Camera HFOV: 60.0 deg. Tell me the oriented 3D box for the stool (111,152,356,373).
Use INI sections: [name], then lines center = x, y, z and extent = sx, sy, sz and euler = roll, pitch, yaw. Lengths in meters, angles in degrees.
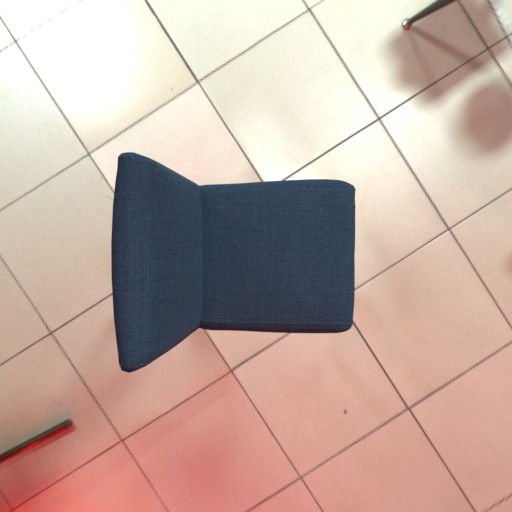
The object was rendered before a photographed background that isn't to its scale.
[stool]
center = 0.000, 0.000, 1.395
extent = 0.574, 1.088, 0.454
euler = 0, 91, -1
